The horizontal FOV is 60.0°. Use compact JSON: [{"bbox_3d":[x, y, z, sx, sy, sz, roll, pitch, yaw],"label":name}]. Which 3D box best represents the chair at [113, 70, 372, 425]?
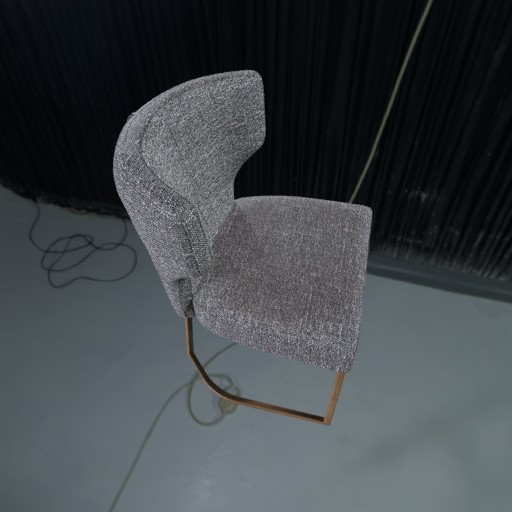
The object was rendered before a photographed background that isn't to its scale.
[{"bbox_3d":[0.000,0.000,1.262,0.617,0.824,0.611,10,48,9],"label":"chair"}]
